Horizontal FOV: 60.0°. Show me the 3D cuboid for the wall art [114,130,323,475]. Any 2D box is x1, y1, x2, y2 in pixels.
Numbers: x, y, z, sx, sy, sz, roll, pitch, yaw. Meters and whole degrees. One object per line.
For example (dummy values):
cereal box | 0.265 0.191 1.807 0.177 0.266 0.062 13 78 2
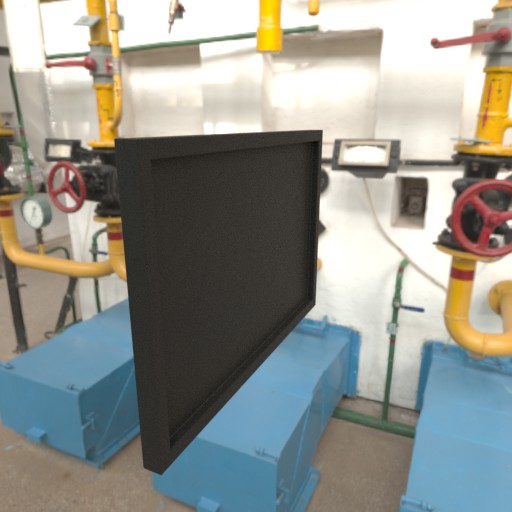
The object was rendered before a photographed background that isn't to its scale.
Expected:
wall art | 0.000 0.000 0.562 0.021 0.301 0.443 8 19 25
